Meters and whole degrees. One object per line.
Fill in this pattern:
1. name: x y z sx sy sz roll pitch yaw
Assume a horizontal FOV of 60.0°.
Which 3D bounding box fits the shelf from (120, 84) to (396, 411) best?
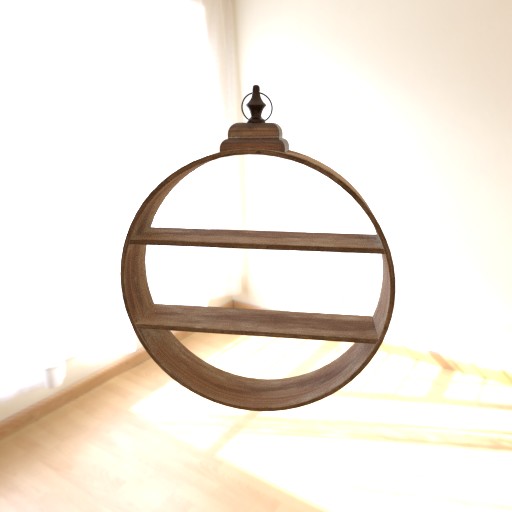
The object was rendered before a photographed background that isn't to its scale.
1. shelf: 0.000 0.000 1.002 0.601 0.725 0.125 2 16 8
